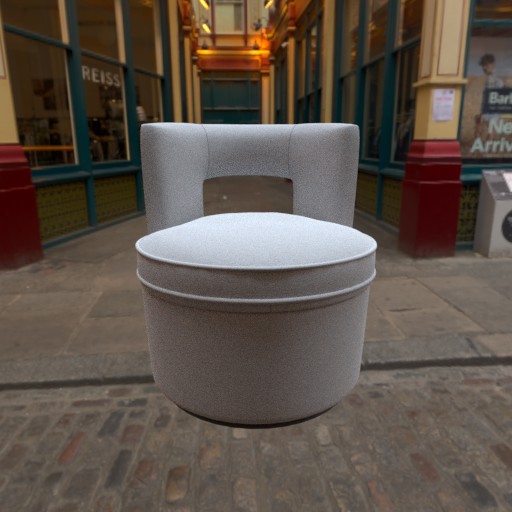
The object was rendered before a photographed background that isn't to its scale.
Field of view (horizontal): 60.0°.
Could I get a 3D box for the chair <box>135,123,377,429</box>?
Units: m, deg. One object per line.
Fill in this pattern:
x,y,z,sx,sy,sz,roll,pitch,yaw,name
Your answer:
0.000,0.000,1.241,0.650,0.723,0.665,-2,15,-6,chair
